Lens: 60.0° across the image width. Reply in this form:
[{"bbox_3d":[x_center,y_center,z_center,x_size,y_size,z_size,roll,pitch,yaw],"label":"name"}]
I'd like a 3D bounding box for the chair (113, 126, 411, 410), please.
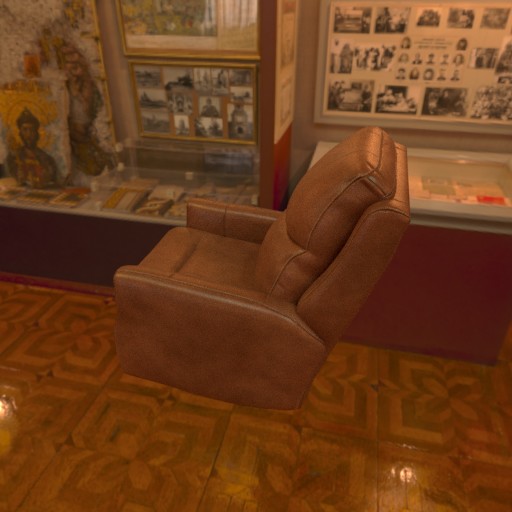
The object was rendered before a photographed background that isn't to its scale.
[{"bbox_3d":[0.000,0.000,1.821,1.072,1.016,0.821,8,32,13],"label":"chair"}]
